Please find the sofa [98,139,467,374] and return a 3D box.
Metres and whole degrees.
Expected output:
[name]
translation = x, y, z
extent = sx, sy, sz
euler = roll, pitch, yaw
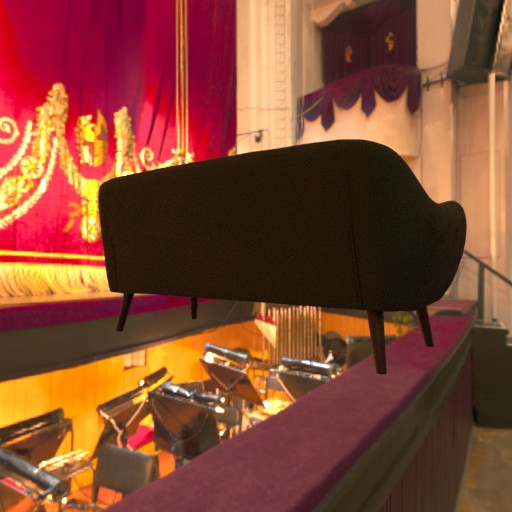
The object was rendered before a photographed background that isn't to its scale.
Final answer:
[sofa]
translation = 0.000, 0.000, 2.240
extent = 1.840, 0.836, 0.820
euler = 0, 0, 36
